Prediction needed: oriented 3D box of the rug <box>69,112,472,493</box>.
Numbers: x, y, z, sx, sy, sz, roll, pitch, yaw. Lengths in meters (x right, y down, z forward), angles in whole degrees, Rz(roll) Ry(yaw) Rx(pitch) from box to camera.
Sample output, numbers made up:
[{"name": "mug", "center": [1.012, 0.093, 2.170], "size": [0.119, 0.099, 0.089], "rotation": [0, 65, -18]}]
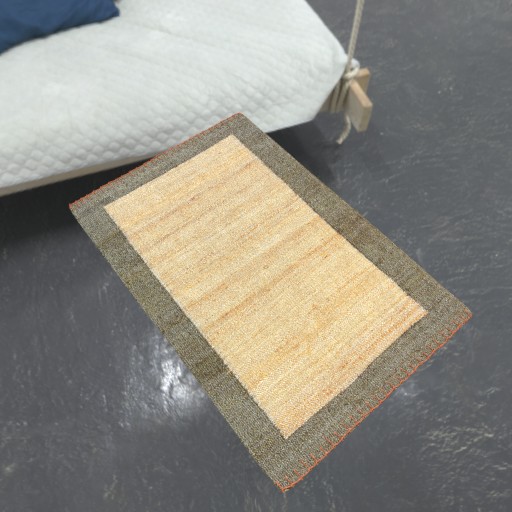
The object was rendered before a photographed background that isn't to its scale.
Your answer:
[{"name": "rug", "center": [0.000, 0.000, 2.284], "size": [1.220, 0.019, 1.838], "rotation": [-35, 65, -19]}]
